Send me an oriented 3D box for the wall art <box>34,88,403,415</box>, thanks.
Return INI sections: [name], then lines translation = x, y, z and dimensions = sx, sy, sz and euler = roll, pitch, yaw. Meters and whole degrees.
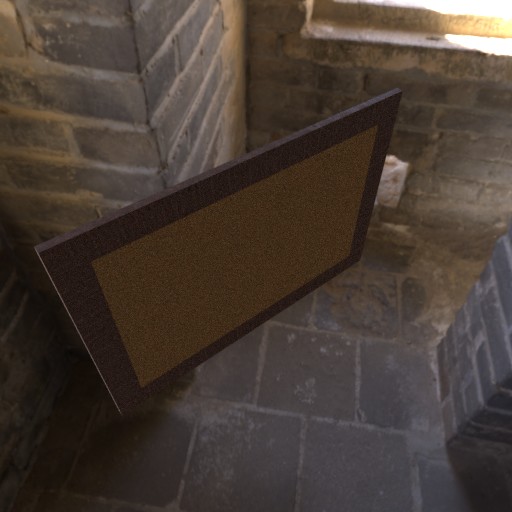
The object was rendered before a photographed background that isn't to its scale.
[wall art]
translation = 0.000, 0.000, 1.150
dimensions = 0.917, 0.626, 0.019
euler = -29, 53, -25
